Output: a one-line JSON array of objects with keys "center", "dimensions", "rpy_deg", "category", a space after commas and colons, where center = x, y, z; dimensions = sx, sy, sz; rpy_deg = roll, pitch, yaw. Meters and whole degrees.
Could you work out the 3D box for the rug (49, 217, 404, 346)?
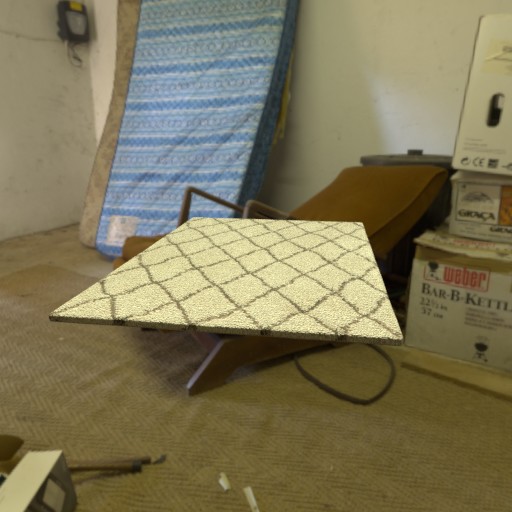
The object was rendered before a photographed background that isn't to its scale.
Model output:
[{"center": [0.000, 0.000, 2.320], "dimensions": [1.219, 0.030, 1.778], "rpy_deg": [3, 16, 9], "category": "rug"}]
